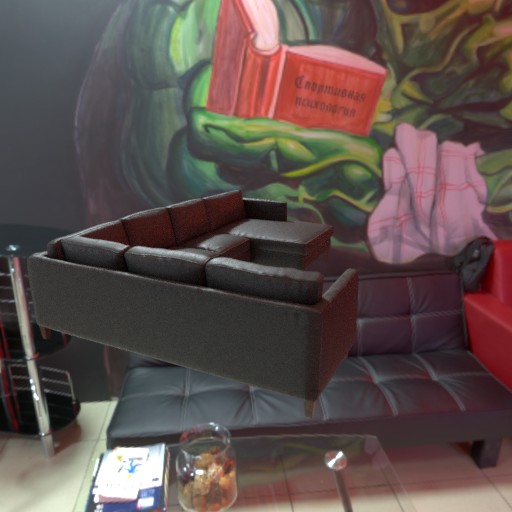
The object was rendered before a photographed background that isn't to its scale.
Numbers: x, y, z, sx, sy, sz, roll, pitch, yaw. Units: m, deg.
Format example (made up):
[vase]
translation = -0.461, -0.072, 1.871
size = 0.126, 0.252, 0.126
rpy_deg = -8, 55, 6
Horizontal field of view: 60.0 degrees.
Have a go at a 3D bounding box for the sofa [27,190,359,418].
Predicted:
[sofa]
translation = 0.000, 0.000, 4.651
size = 2.593, 0.923, 3.460
rpy_deg = 8, 18, 25
